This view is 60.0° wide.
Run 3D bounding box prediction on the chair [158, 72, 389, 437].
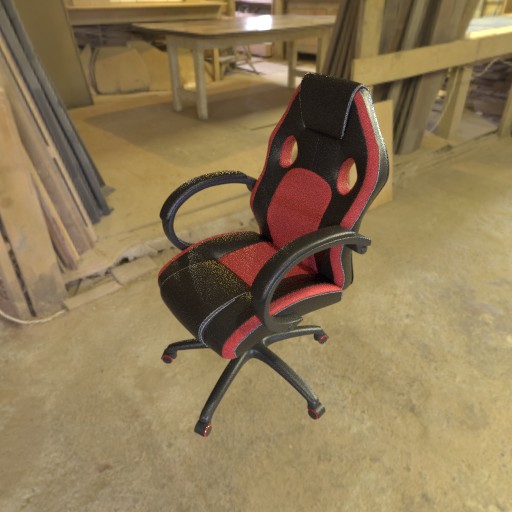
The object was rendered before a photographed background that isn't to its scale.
[{"bbox_3d":[0.000,0.000,1.662,0.783,1.189,0.750,-21,38,-30],"label":"chair"}]
